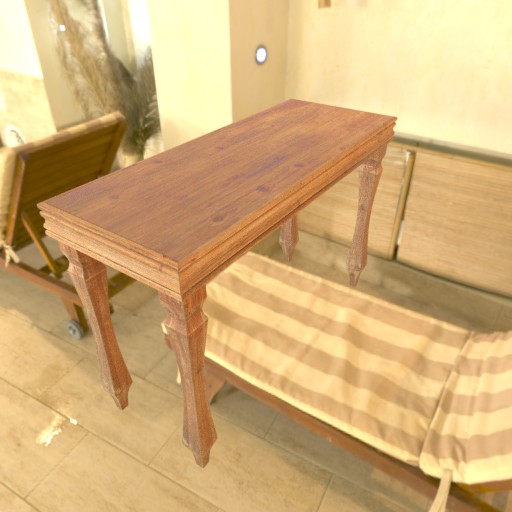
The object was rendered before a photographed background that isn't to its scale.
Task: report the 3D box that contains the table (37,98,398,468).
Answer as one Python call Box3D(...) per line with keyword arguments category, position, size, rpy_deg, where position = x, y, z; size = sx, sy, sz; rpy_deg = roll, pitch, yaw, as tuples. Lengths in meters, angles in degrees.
Box3D(category="table", position=(0.000, 0.000, 1.770), size=(0.522, 0.873, 1.330), rpy_deg=(21, 39, 28))
